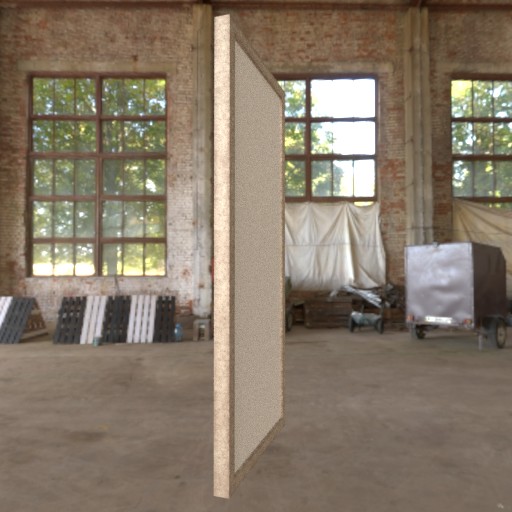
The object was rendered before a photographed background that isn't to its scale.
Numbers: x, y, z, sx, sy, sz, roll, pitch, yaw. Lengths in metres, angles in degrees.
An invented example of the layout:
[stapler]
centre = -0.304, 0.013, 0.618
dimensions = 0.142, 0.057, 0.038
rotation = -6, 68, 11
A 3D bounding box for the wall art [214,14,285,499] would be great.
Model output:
[wall art]
centre = 0.000, 0.000, 1.649
dimensions = 0.051, 1.461, 0.648
rotation = 0, -1, 19
